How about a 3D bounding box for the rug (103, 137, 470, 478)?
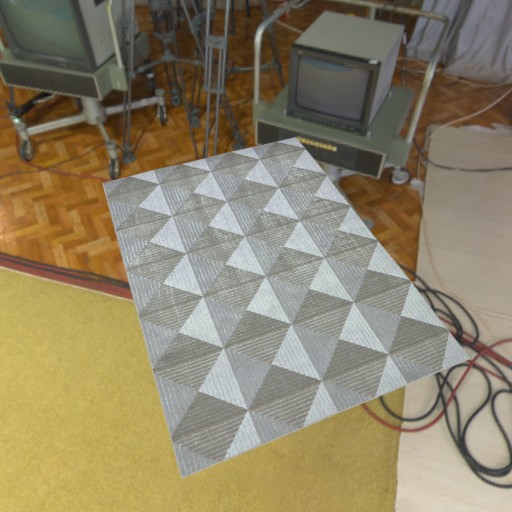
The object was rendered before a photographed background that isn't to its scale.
[{"bbox_3d":[0.000,0.000,4.318,2.428,0.027,3.333,-17,51,-14],"label":"rug"}]
